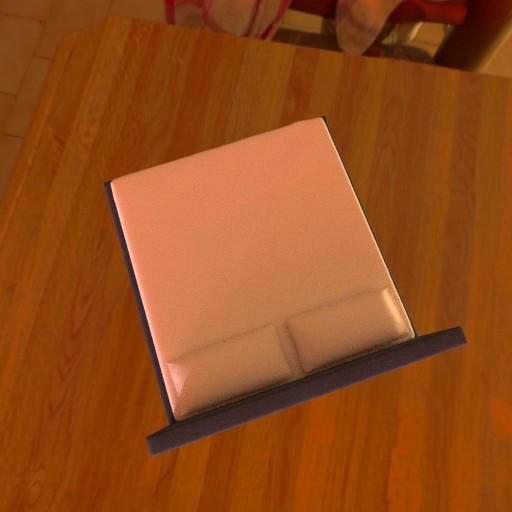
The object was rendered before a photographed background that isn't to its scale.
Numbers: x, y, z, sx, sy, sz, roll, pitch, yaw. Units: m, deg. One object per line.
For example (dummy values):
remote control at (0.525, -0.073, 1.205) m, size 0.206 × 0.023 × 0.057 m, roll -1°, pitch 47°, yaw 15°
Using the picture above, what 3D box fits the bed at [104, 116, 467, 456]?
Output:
bed at (0.000, 0.000, 3.541) m, size 2.096 × 1.231 × 2.232 m, roll -18°, pitch 76°, yaw -5°
